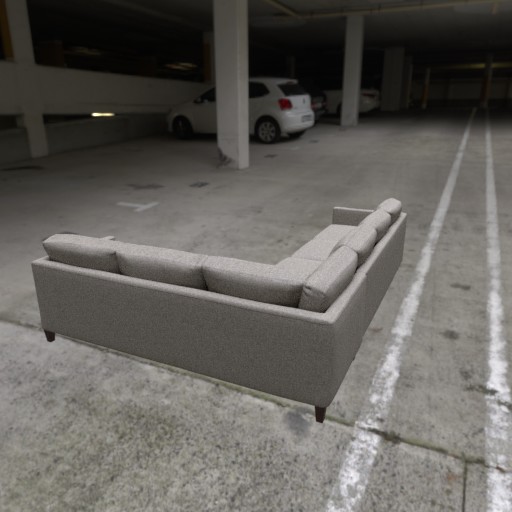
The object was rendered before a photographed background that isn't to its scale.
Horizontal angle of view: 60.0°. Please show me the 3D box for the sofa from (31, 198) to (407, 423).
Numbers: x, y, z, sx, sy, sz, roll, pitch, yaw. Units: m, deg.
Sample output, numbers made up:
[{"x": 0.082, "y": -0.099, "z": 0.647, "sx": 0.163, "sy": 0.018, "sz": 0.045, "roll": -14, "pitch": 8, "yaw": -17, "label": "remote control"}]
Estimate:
[{"x": 0.000, "y": 0.000, "z": 4.573, "sx": 2.593, "sy": 0.947, "sz": 3.302, "roll": 8, "pitch": 20, "yaw": 24, "label": "sofa"}]
